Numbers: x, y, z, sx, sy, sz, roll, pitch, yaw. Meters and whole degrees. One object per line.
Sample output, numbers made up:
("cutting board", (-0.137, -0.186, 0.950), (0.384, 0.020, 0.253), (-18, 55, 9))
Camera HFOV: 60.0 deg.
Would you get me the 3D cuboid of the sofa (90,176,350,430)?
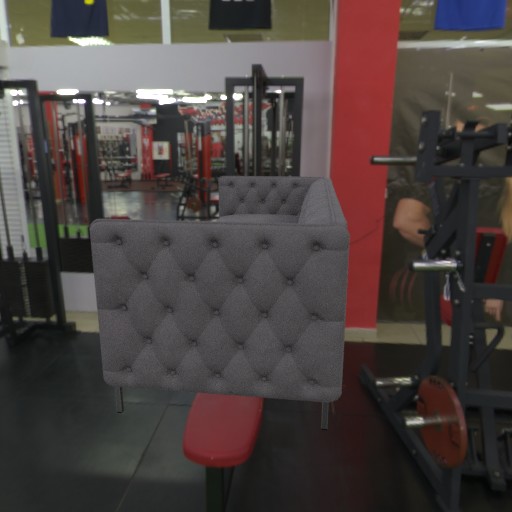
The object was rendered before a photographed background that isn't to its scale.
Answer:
("sofa", (0.000, 0.000, 2.576), (0.895, 0.771, 2.209), (2, 14, 7))
